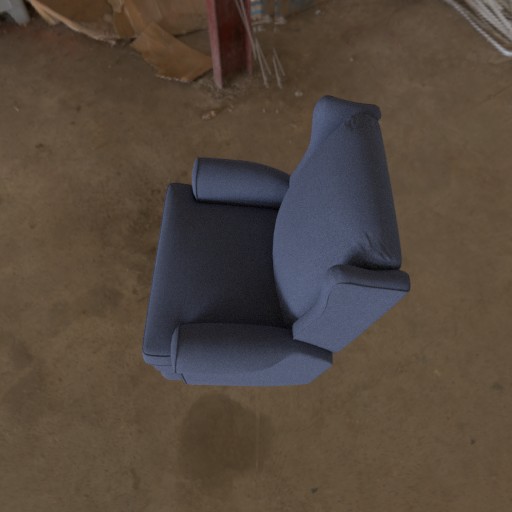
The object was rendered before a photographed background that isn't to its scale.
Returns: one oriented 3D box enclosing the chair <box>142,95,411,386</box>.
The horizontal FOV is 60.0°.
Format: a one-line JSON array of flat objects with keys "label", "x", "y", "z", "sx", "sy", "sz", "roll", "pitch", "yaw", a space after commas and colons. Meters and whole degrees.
[{"label": "chair", "x": 0.000, "y": 0.000, "z": 1.795, "sx": 0.877, "sy": 1.020, "sz": 0.971, "roll": 1, "pitch": 59, "yaw": 1}]
